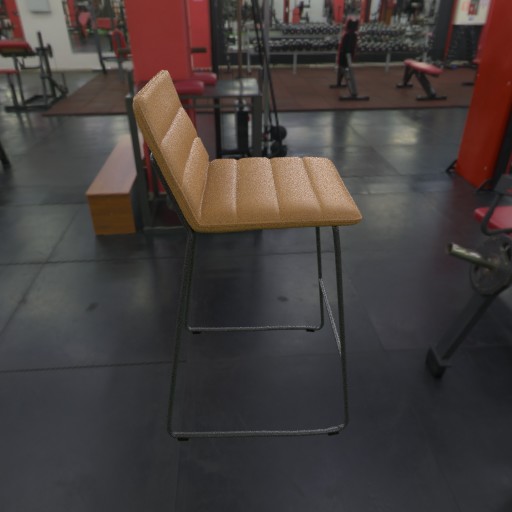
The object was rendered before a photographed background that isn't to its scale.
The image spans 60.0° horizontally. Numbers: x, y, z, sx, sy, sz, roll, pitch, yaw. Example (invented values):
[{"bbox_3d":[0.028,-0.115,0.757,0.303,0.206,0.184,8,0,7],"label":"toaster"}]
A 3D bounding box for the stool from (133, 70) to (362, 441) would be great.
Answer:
[{"bbox_3d":[0.000,0.000,1.246,0.524,0.936,0.489,-1,31,-2],"label":"stool"}]
